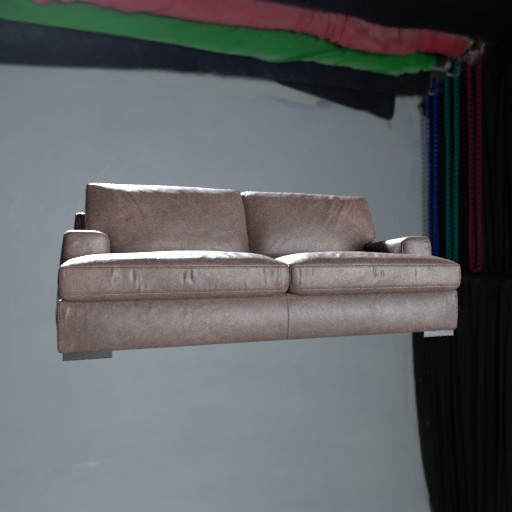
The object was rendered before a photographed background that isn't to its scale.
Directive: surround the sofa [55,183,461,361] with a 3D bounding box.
[{"bbox_3d":[0.000,0.000,2.782,2.261,0.941,1.143,0,0,-18],"label":"sofa"}]
